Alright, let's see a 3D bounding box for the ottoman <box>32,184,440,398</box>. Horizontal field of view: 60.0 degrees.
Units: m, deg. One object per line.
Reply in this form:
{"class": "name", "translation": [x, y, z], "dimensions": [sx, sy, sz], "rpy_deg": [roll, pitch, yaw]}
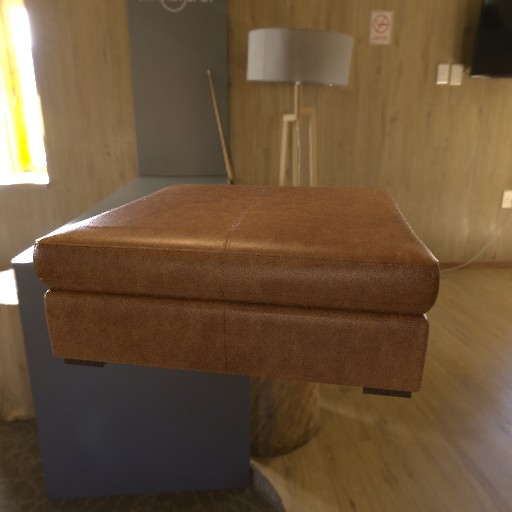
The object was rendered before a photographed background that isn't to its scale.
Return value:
{"class": "ottoman", "translation": [0.000, 0.000, 1.811], "dimensions": [1.169, 0.483, 1.168], "rpy_deg": [3, 17, 10]}
